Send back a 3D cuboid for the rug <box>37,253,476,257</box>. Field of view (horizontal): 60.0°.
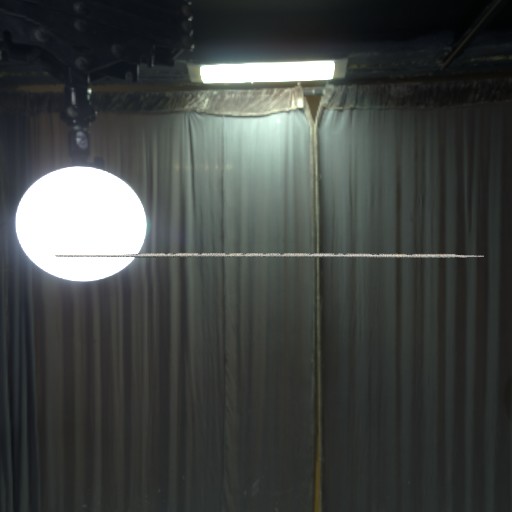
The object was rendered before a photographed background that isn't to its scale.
[{"bbox_3d":[0.000,0.000,4.252,3.213,0.030,2.388,0,0,0],"label":"rug"}]
